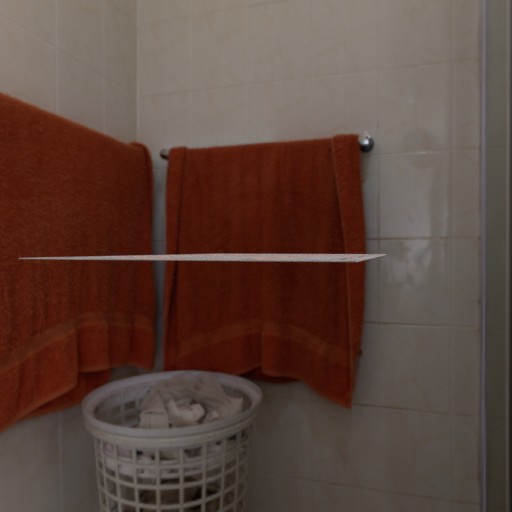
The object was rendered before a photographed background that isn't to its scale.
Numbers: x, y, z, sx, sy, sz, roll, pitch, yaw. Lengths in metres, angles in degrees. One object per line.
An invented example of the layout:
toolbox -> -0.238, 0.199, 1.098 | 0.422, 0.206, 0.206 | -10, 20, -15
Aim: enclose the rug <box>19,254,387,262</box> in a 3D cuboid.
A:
rug -> 0.000, 0.000, 2.288 | 1.217, 0.005, 1.818 | 0, 1, 19
